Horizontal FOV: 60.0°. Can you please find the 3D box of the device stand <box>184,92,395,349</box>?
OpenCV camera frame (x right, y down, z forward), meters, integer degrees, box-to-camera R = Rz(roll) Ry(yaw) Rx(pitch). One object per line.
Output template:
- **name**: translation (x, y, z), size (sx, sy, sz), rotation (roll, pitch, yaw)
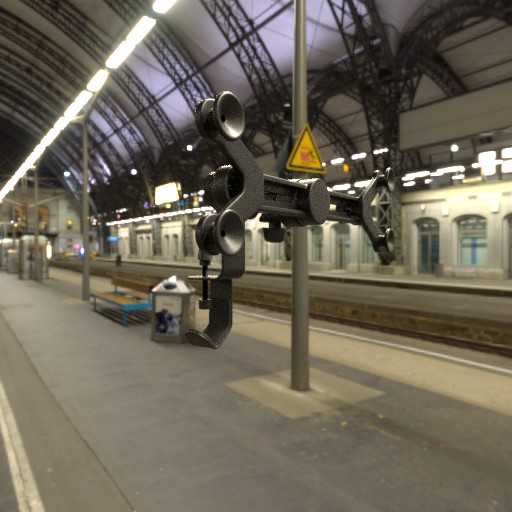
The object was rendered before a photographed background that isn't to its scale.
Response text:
- **device stand**: translation (0.000, 0.000, 0.361), size (0.142, 0.166, 0.270), rotation (1, 1, 35)
